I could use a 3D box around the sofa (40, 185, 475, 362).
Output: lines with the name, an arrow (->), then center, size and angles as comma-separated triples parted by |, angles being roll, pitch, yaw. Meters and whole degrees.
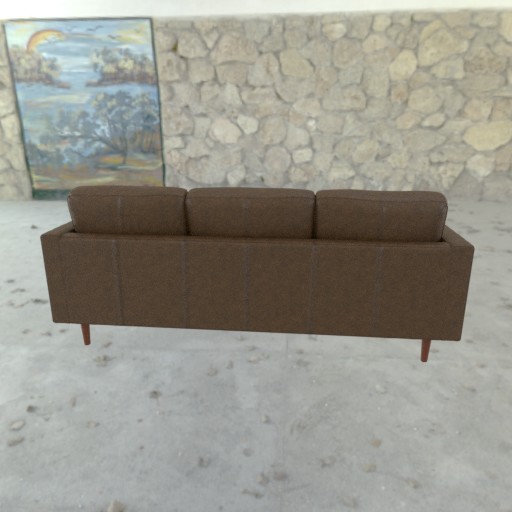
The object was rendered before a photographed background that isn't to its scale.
sofa -> 0.000, 0.000, 2.747 | 2.231, 0.930, 0.903 | 2, 17, 5
